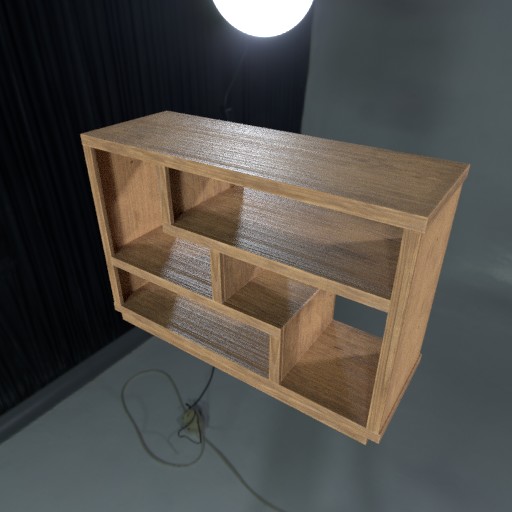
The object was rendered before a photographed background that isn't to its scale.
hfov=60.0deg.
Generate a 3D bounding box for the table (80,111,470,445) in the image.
[{"bbox_3d":[0.000,0.000,1.550,1.151,0.771,0.410,19,36,29],"label":"table"}]
